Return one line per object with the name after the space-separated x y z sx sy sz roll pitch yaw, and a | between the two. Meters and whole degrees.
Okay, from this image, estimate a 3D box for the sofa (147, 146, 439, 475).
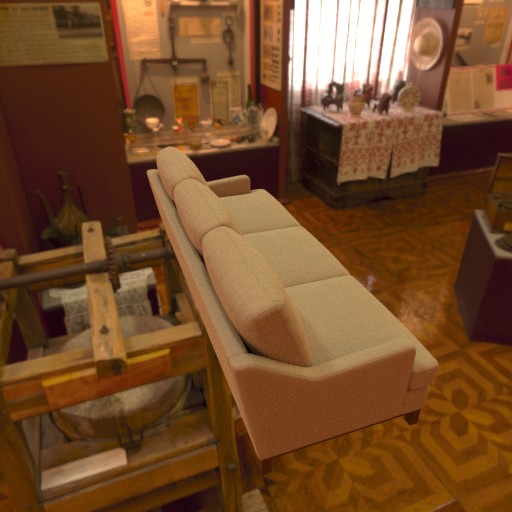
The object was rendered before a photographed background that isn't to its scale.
0.000 0.000 2.807 1.000 0.913 2.321 -10 32 -17 | sofa
